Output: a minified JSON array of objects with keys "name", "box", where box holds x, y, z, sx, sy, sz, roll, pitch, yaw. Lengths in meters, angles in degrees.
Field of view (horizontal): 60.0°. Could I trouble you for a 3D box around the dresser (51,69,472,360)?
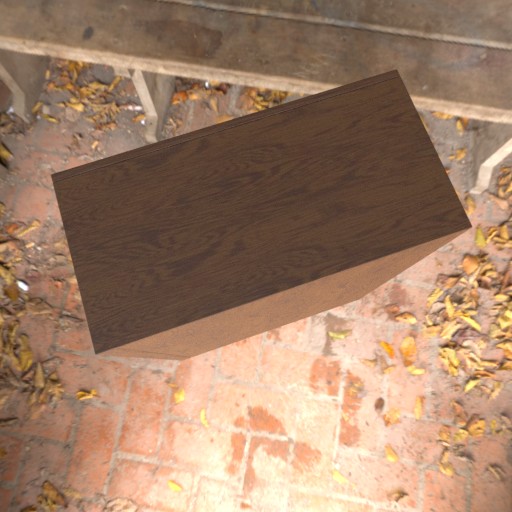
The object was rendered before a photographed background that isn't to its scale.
[{"name":"dresser","box":[0.000,0.000,1.764,0.964,1.320,0.516,-18,77,-4]}]
